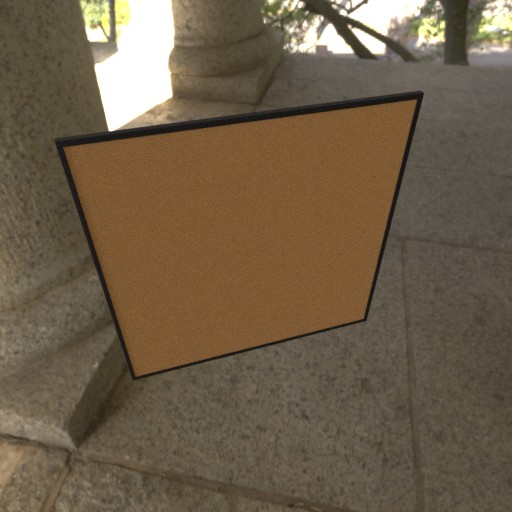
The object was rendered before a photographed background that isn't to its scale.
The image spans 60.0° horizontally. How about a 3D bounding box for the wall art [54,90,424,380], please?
[{"bbox_3d":[0.000,0.000,0.991,0.664,0.663,0.015,-12,43,-13],"label":"wall art"}]
